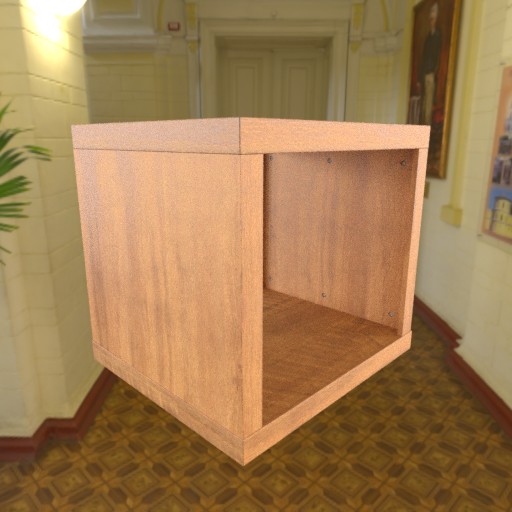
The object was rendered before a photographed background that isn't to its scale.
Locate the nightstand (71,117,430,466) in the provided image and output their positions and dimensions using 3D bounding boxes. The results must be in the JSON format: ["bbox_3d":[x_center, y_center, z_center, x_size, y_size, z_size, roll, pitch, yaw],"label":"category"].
[{"bbox_3d":[0.000,0.000,0.866,0.436,0.491,0.493,14,20,43],"label":"nightstand"}]
